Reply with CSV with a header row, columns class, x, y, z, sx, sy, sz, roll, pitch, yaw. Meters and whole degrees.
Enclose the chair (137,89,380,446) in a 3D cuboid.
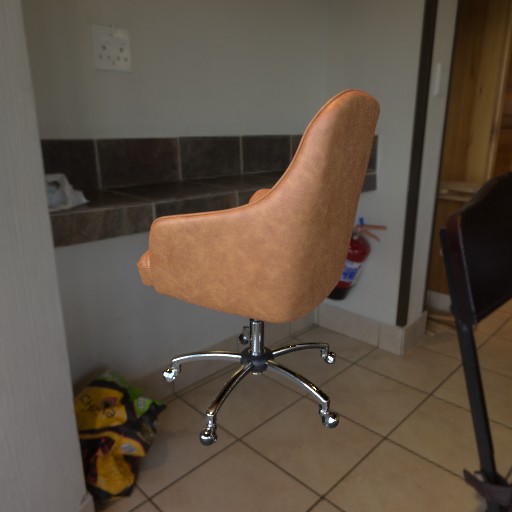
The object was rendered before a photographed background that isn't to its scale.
class,x,y,z,sx,sy,sz,roll,pitch,yaw
chair,0.000,0.000,1.324,0.615,0.909,0.628,8,18,25
